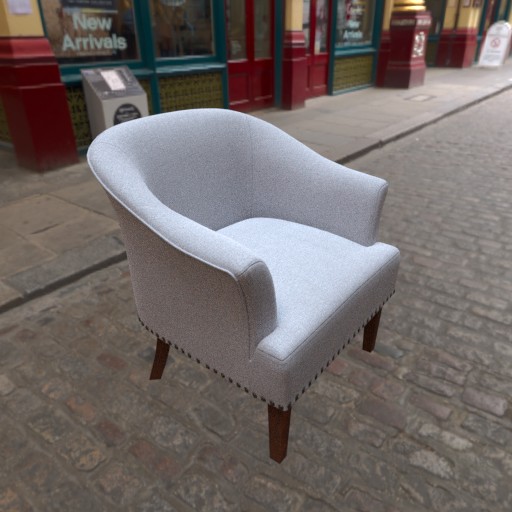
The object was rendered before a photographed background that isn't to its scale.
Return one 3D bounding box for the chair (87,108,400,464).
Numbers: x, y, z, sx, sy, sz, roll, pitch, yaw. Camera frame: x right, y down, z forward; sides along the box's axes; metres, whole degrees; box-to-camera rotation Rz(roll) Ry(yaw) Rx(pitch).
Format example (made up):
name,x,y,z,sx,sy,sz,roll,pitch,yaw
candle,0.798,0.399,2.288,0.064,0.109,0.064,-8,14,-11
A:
name,x,y,z,sx,sy,sz,roll,pitch,yaw
chair,0.000,0.000,1.401,0.704,0.815,0.798,19,32,33
